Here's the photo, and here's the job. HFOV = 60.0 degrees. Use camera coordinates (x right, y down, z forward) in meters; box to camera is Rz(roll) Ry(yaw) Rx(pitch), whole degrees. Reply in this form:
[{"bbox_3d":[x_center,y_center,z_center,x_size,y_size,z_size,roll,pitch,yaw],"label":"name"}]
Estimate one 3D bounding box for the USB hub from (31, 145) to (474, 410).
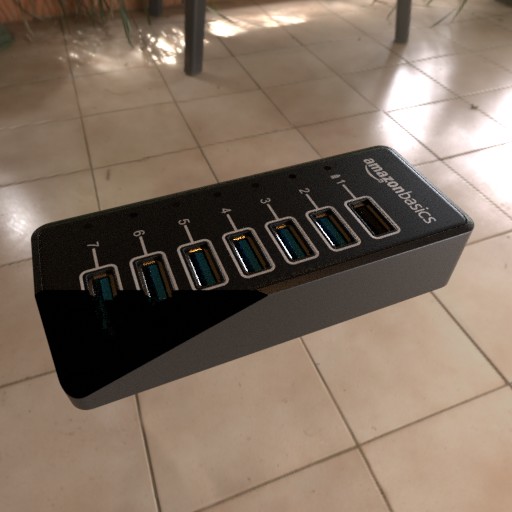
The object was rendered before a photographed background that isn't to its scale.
[{"bbox_3d":[0.000,0.000,0.123,0.110,0.023,0.044,-16,48,-15],"label":"USB hub"}]
